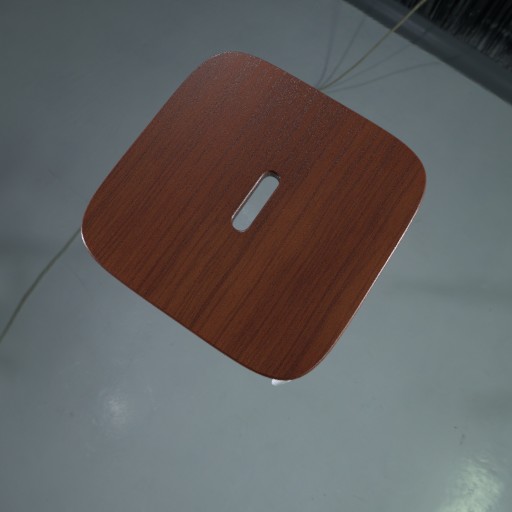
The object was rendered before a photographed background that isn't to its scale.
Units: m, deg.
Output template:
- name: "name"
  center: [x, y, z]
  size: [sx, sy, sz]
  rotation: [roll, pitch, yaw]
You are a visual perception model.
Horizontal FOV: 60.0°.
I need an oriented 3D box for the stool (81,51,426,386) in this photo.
- name: "stool"
  center: [0.000, 0.000, 0.859]
  size: [0.376, 0.610, 0.376]
  rotation: [33, 79, 7]
